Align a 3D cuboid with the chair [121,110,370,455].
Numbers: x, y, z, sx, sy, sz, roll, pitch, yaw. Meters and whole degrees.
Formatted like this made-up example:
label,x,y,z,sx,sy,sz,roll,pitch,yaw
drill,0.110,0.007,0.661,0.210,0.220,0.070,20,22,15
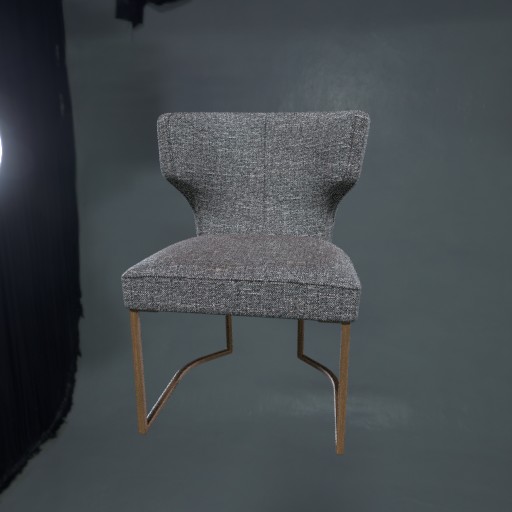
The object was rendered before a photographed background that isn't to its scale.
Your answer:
label,x,y,z,sx,sy,sz,roll,pitch,yaw
chair,0.000,0.000,1.281,0.611,0.824,0.617,2,14,9
